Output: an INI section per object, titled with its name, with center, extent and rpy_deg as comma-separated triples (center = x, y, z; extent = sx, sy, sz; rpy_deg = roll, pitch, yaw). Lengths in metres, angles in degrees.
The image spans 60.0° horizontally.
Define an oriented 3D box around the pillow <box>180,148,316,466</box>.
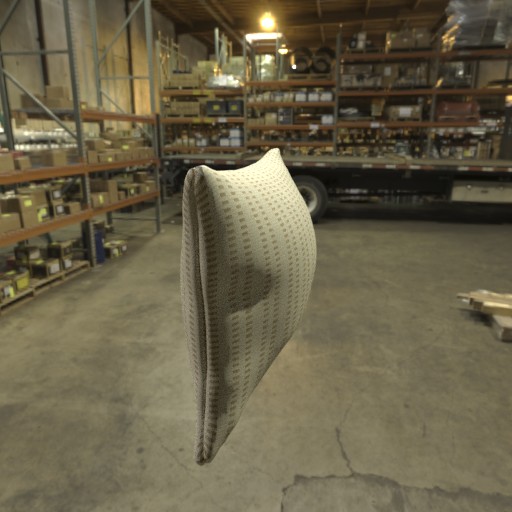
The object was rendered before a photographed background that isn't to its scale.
[pillow]
center = 0.000, 0.000, 0.781
extent = 0.210, 0.353, 0.640
rpy_deg = 3, 15, 9
